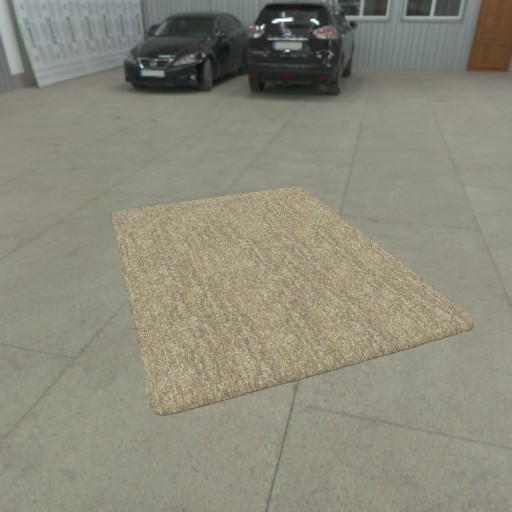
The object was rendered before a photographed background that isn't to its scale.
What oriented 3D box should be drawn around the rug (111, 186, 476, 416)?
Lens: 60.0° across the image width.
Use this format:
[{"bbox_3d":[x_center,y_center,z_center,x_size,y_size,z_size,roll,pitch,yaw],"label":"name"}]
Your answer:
[{"bbox_3d":[0.000,0.000,3.835,2.242,0.050,2.873,-10,31,-18],"label":"rug"}]
